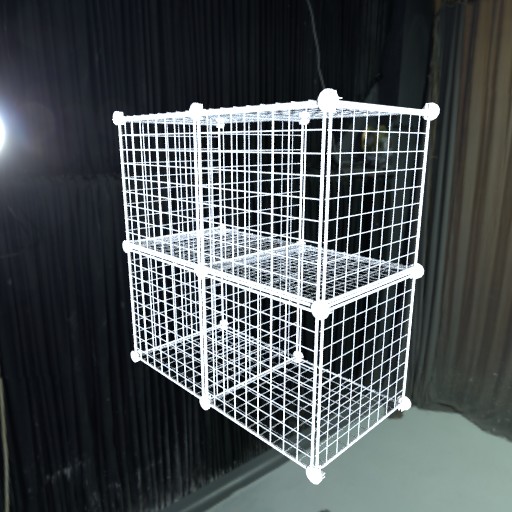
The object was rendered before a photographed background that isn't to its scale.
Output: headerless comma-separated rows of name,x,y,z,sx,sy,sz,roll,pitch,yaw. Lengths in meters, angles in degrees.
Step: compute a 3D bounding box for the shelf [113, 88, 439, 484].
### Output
shelf,0.000,0.000,1.118,0.356,0.711,0.711,-13,19,-42
